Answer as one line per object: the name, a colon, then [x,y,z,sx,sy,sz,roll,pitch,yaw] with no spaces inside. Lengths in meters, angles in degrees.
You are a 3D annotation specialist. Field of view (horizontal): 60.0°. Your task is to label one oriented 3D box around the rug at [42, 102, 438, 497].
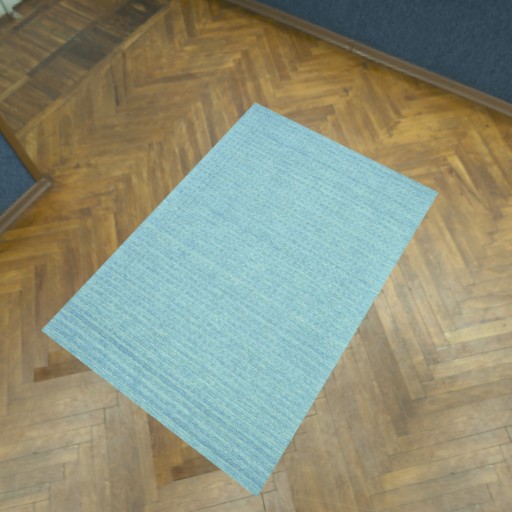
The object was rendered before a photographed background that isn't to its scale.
rug: [0.000,0.000,3.671,1.982,0.006,2.895,31,66,15]
